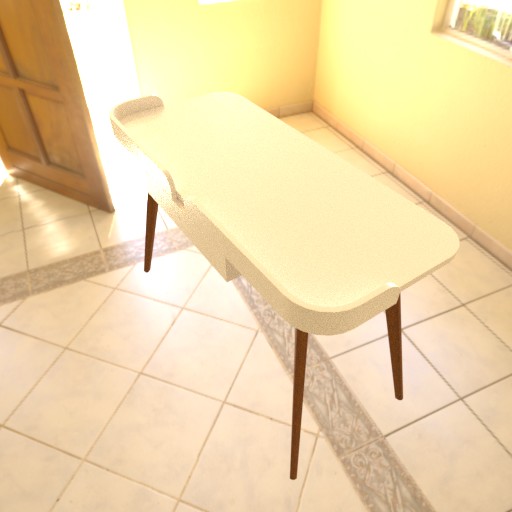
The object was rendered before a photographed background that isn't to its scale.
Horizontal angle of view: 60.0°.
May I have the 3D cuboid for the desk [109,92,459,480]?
[{"bbox_3d":[0.000,0.000,1.597,0.534,0.807,1.206,-25,48,-24],"label":"desk"}]
